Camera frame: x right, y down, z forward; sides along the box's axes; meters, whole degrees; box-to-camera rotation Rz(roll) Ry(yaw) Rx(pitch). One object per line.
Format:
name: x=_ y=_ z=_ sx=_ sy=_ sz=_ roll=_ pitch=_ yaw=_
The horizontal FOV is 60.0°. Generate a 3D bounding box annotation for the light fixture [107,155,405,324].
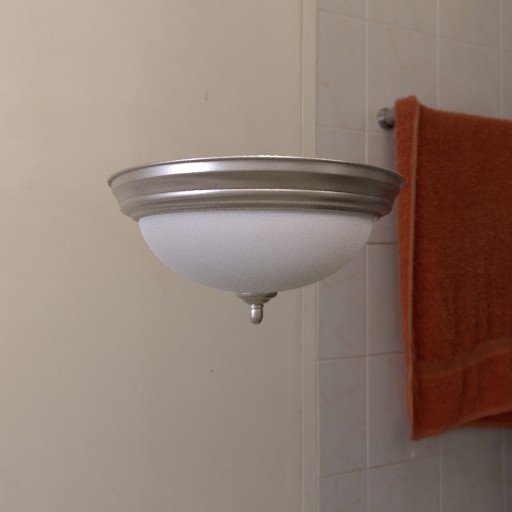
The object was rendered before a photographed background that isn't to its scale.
light fixture: x=0.000 y=0.000 z=0.438 sx=0.280 sy=0.135 sz=0.280 roll=0 pitch=0 yaw=0
